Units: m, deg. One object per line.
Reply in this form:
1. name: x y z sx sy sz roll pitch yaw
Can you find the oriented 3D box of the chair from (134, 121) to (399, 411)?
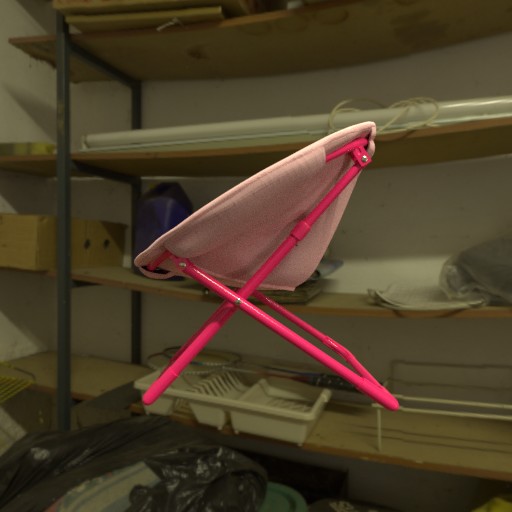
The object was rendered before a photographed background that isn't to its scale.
1. chair: 0.000 0.000 0.884 0.459 0.494 0.522 0 0 0
